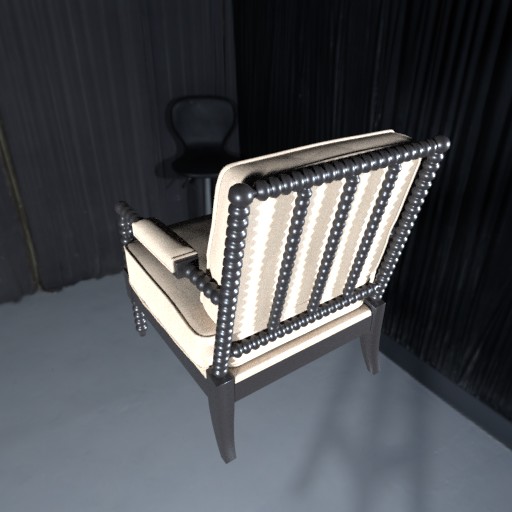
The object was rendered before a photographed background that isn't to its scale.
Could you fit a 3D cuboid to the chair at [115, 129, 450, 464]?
[{"bbox_3d":[0.000,0.000,1.168,0.555,0.703,0.657,-19,35,-30],"label":"chair"}]
